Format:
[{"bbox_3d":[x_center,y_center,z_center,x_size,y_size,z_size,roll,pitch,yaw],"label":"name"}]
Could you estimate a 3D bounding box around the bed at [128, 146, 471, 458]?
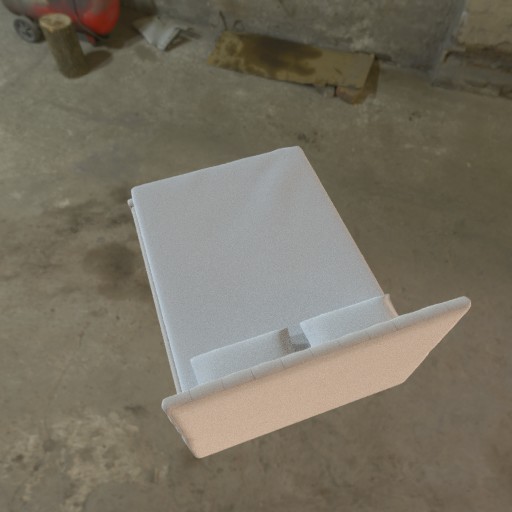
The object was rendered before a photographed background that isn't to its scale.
[{"bbox_3d":[0.000,0.000,3.350,1.696,1.426,2.233,-16,59,-10],"label":"bed"}]
